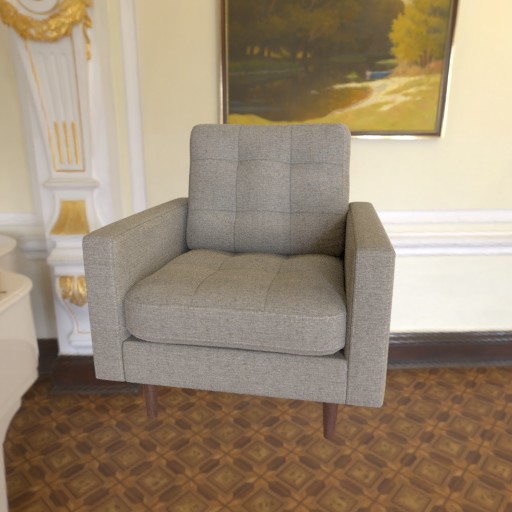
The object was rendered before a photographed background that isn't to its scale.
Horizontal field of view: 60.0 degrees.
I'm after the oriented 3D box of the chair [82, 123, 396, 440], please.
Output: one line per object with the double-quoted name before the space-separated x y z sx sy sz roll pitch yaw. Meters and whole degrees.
"chair" 0.000 0.000 1.514 0.821 0.880 0.843 3 15 10
